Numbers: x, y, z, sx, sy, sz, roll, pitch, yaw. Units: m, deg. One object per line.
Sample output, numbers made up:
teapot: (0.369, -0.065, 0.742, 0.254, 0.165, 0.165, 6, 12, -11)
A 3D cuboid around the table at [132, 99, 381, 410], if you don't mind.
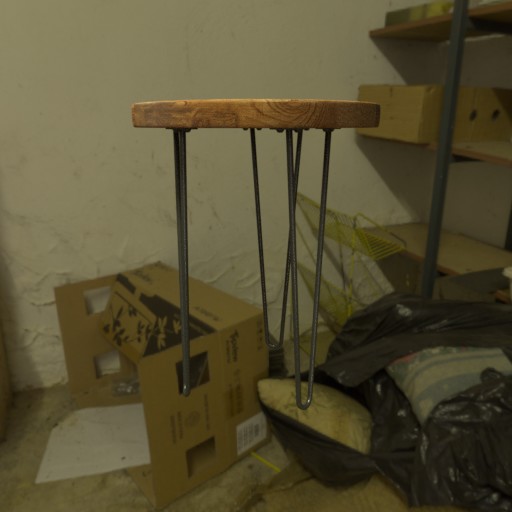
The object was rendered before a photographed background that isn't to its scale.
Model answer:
table: (0.000, 0.000, 0.808, 0.400, 0.520, 0.400, 0, 16, 0)
